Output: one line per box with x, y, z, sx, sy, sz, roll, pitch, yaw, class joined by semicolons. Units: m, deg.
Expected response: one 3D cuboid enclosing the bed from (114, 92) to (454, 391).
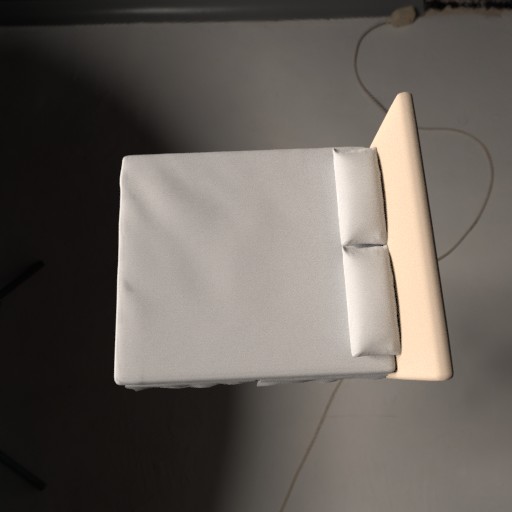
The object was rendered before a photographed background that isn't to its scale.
0.000;0.000;3.267;2.142;1.330;1.884;-2;75;-1;bed
